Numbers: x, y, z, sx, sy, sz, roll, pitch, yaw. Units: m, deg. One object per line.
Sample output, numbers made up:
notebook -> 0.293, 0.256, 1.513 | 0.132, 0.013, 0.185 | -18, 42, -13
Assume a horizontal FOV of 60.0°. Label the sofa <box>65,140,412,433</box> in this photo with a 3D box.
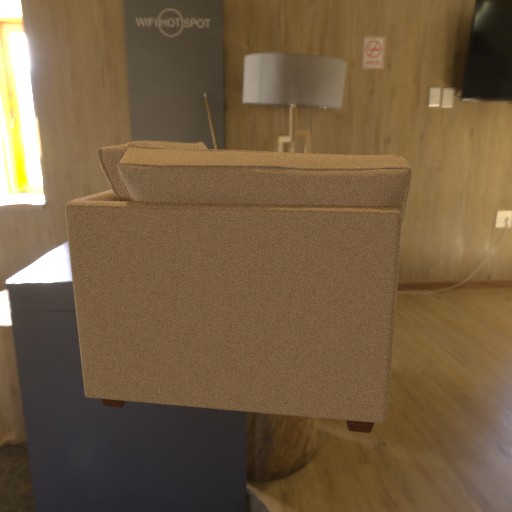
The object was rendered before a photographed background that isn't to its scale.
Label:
sofa -> 0.000, 0.000, 1.860 | 1.050, 0.937, 1.042 | 2, 15, 9
